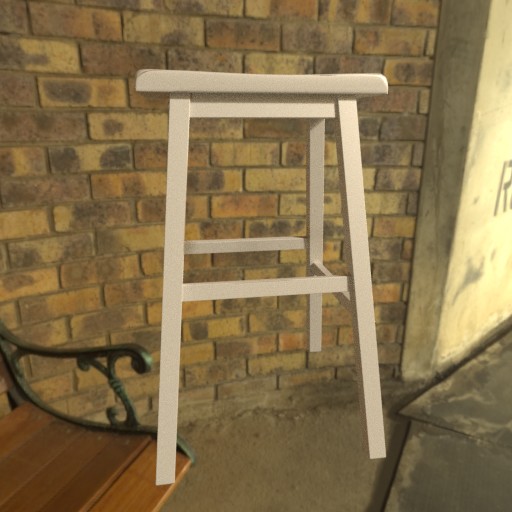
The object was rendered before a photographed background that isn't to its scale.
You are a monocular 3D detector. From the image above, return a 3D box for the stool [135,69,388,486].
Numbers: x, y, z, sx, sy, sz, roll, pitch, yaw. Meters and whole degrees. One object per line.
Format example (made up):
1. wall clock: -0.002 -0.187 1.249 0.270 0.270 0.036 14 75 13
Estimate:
1. stool: 0.000 0.000 0.983 0.457 0.737 0.476 -3 17 -9
